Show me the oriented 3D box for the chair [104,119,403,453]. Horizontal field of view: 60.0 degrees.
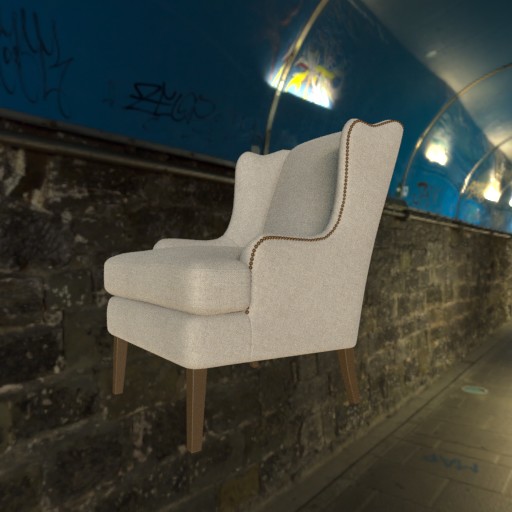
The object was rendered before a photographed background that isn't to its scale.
[{"bbox_3d":[0.000,0.000,1.672,0.940,1.029,0.737,0,1,-36],"label":"chair"}]
